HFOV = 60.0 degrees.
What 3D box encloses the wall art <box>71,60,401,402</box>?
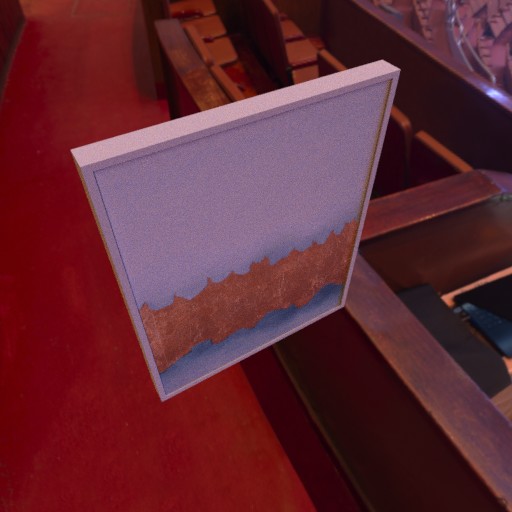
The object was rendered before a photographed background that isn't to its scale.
[{"bbox_3d":[0.000,0.000,0.756,0.451,0.553,0.039,-24,51,-21],"label":"wall art"}]
